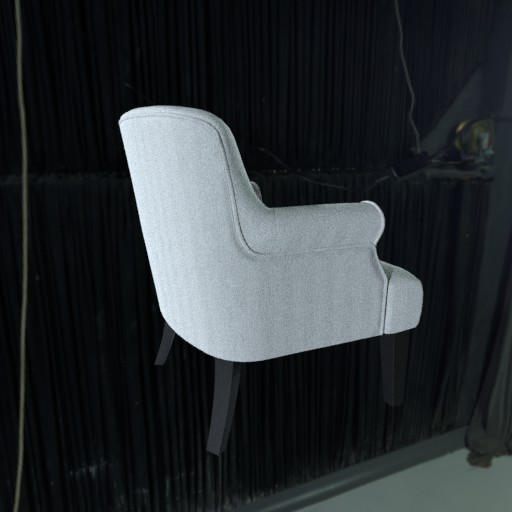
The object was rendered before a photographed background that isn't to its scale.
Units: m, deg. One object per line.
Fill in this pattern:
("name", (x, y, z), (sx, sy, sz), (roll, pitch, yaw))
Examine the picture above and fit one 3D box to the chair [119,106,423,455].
("chair", (0.000, 0.000, 1.415), (0.750, 0.875, 0.781), (-7, 16, -26))
